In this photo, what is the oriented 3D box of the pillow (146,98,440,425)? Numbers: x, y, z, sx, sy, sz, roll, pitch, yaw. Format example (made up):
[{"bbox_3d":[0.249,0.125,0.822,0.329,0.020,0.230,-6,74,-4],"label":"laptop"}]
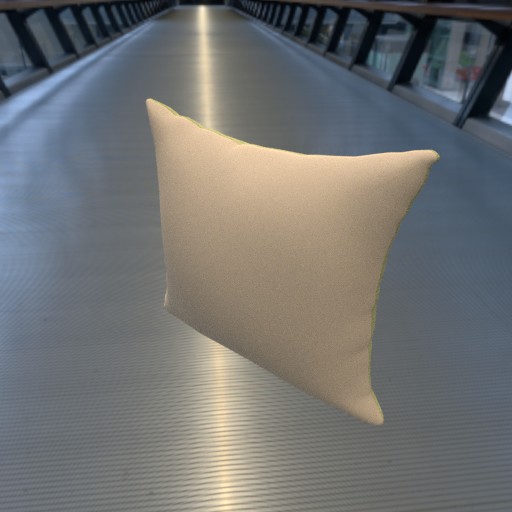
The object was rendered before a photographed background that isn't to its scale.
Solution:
[{"bbox_3d":[0.000,0.000,0.796,0.560,0.487,0.229,21,36,33],"label":"pillow"}]
